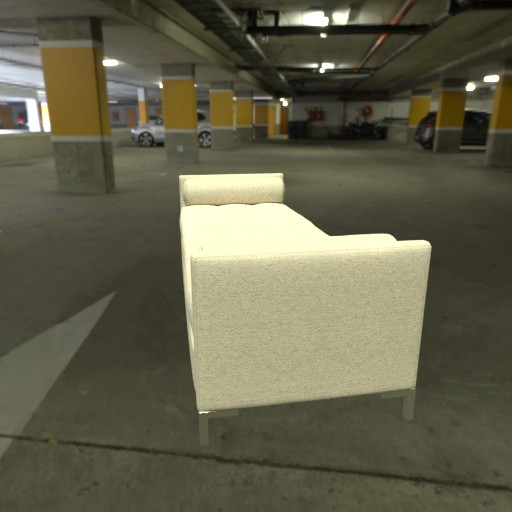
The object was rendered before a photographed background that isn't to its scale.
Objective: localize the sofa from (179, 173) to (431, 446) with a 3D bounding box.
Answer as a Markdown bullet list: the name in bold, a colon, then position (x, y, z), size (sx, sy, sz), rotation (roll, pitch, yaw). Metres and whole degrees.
- **sofa**: position (0.000, 0.000, 2.416), size (0.797, 0.655, 2.102), rotation (-3, 17, -10)
